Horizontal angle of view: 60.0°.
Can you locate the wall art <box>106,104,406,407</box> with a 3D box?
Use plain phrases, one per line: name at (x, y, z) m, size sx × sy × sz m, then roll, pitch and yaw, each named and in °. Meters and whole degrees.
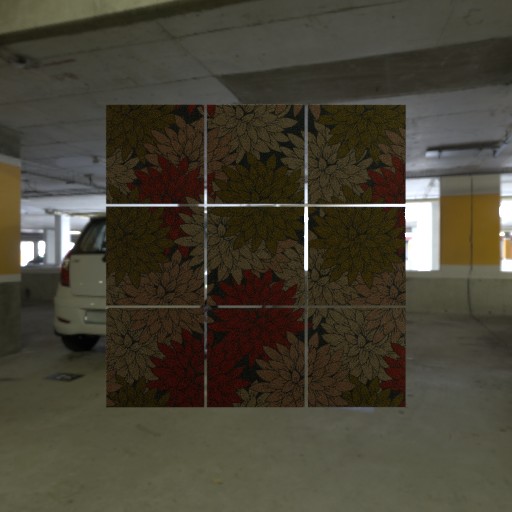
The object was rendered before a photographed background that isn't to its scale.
wall art at (0.000, 0.000, 1.343) m, size 0.904 × 0.913 × 0.013 m, roll 0°, pitch 0°, yaw 0°
